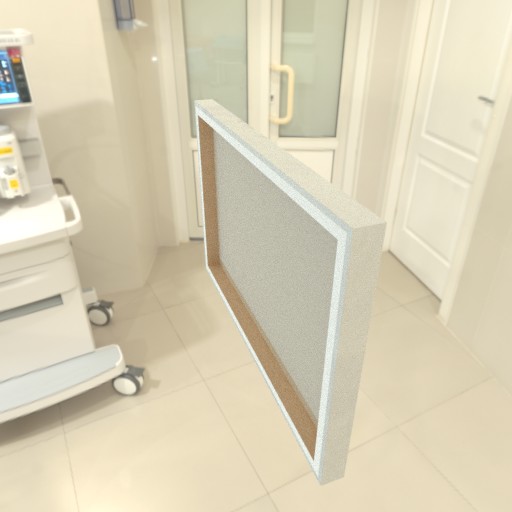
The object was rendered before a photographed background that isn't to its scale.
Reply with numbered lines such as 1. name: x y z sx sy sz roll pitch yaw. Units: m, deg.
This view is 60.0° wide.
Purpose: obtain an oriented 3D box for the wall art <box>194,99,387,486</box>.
1. wall art: 0.000 0.000 0.770 0.038 0.407 0.609 -11 33 -18
